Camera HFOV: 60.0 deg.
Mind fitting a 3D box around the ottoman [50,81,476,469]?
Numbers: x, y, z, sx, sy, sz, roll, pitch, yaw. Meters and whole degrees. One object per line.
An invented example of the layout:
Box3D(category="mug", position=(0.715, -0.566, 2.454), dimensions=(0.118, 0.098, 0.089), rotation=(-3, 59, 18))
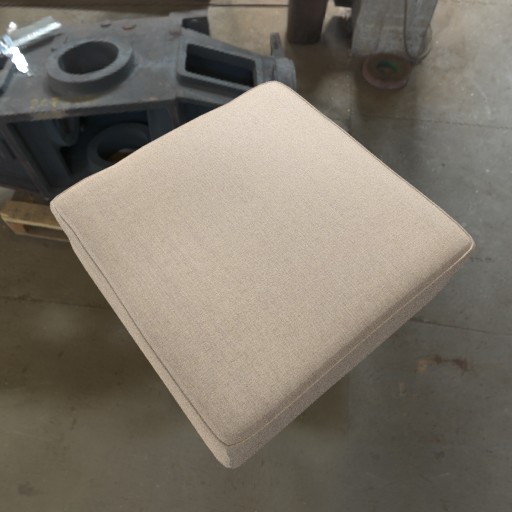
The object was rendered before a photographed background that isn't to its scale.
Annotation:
Box3D(category="ottoman", position=(0.000, 0.000, 1.324), dimensions=(0.838, 0.481, 0.838), rotation=(-35, 66, -18))
